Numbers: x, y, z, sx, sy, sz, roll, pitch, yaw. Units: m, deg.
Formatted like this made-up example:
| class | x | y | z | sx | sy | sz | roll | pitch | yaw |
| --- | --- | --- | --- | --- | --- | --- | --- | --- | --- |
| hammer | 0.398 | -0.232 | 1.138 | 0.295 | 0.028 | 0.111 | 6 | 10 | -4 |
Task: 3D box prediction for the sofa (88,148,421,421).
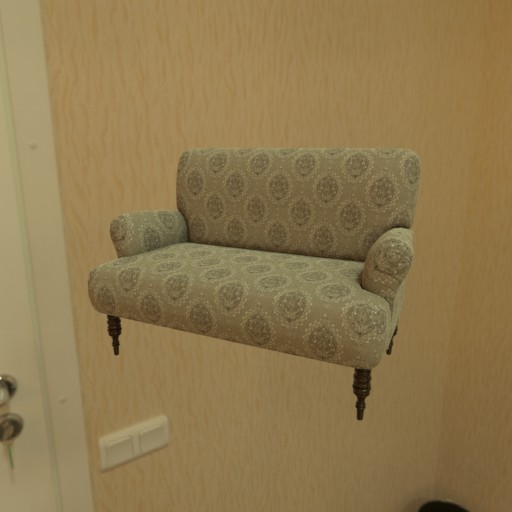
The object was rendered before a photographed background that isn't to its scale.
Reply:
| class | x | y | z | sx | sy | sz | roll | pitch | yaw |
| --- | --- | --- | --- | --- | --- | --- | --- | --- | --- |
| sofa | 0.000 | 0.000 | 1.887 | 1.297 | 0.889 | 0.779 | 7 | 16 | 25 |
